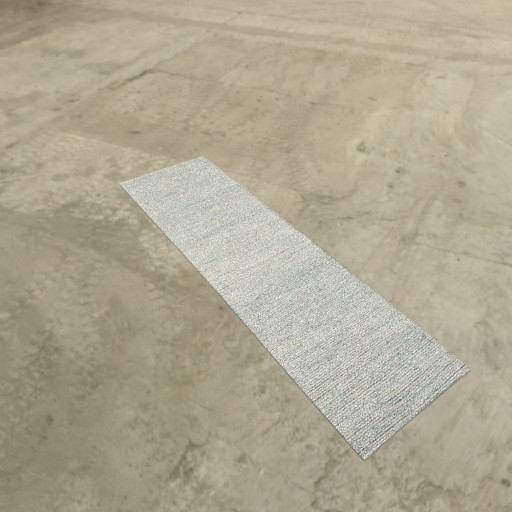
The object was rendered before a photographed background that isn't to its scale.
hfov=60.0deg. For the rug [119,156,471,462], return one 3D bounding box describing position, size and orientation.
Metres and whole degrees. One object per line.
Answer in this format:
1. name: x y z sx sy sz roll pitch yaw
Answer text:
1. rug: 0.000 0.000 2.505 0.675 0.037 2.341 -25 47 -26
